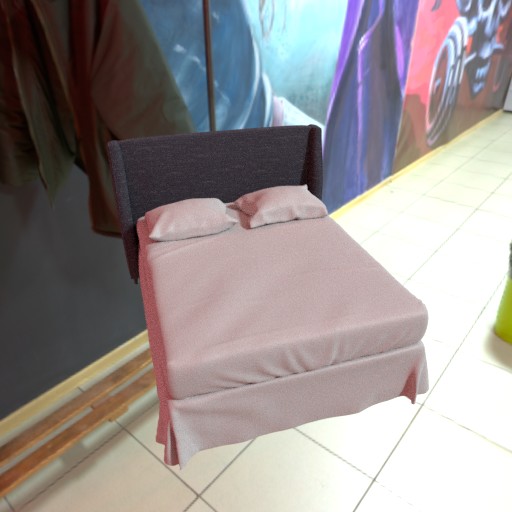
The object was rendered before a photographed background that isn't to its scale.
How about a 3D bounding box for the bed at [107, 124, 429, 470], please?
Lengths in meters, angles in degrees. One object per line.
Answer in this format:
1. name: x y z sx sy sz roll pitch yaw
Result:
1. bed: 0.000 0.000 3.348 1.925 1.332 2.276 -9 32 -15
